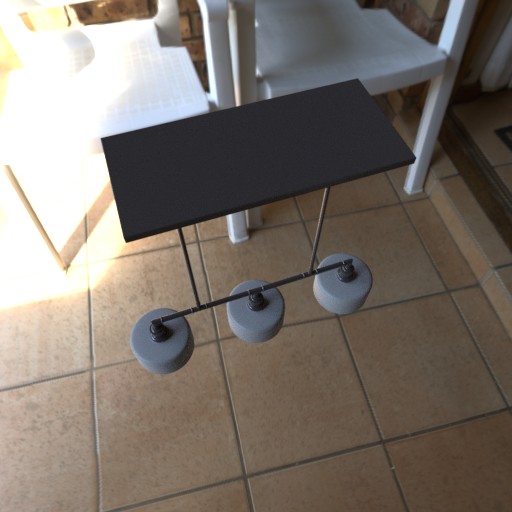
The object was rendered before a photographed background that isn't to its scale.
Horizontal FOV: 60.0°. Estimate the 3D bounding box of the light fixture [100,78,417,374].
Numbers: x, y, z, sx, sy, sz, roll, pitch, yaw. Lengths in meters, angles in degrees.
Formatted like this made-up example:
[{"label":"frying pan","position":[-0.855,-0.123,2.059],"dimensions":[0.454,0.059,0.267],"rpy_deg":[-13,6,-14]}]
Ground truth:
[{"label":"light fixture","position":[0.000,0.000,0.837],"dimensions":[0.582,0.557,0.177],"rpy_deg":[-17,60,-10]}]
